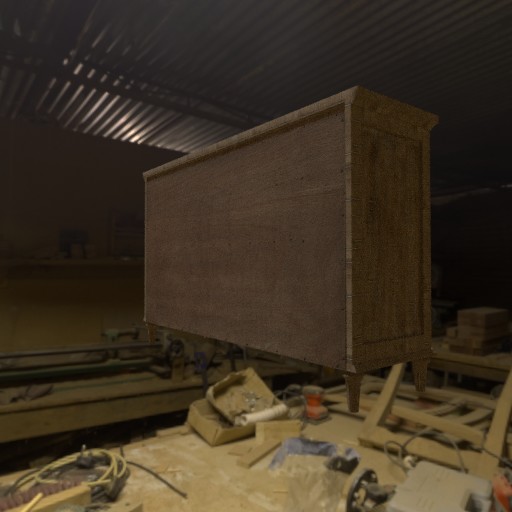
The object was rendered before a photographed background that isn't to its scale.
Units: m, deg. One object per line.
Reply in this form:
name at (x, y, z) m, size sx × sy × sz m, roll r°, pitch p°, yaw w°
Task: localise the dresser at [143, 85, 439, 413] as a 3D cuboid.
dresser at (0.000, 0.000, 2.136) m, size 0.457 × 1.016 × 1.626 m, roll 1°, pitch -2°, yaw -37°
